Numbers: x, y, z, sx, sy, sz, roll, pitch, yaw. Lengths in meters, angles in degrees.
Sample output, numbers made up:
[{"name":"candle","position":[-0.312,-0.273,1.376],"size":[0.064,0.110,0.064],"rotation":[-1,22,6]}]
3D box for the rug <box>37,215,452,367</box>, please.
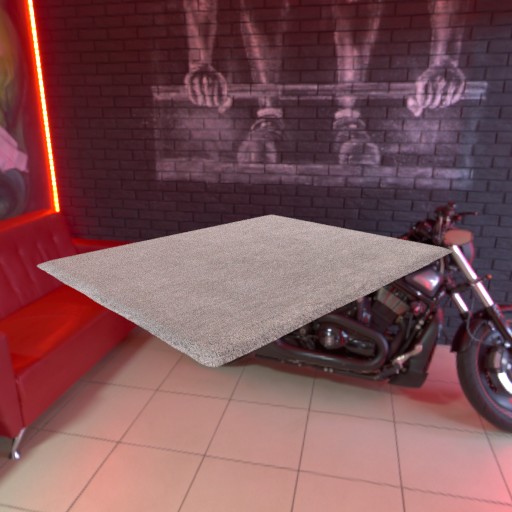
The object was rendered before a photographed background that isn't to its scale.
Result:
[{"name":"rug","position":[0.000,0.000,3.905],"size":[2.332,0.027,2.933],"rotation":[16,23,42]}]
